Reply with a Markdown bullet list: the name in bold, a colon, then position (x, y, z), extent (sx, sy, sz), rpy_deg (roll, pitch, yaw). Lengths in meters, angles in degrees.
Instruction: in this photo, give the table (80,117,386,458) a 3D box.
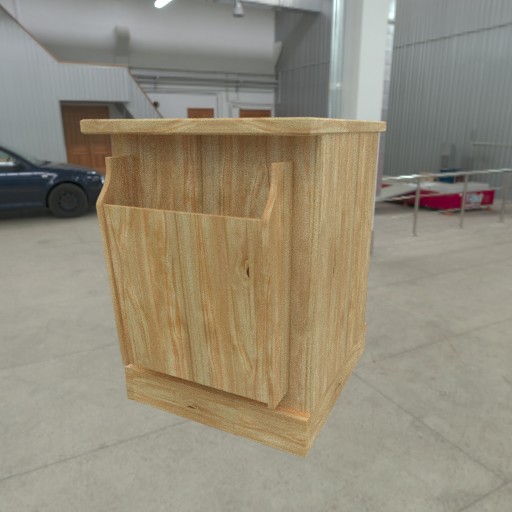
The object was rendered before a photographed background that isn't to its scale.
- **table**: position (0.000, 0.000, 0.882), extent (0.380, 0.515, 0.530), rpy_deg (8, 18, 25)
